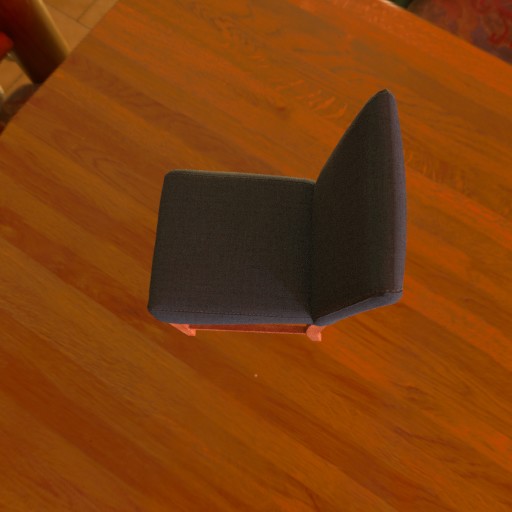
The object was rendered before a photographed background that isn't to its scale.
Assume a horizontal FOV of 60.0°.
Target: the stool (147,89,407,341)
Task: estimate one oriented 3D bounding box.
[{"bbox_3d":[0.000,0.000,1.360,0.574,1.088,0.454,3,75,1],"label":"stool"}]
